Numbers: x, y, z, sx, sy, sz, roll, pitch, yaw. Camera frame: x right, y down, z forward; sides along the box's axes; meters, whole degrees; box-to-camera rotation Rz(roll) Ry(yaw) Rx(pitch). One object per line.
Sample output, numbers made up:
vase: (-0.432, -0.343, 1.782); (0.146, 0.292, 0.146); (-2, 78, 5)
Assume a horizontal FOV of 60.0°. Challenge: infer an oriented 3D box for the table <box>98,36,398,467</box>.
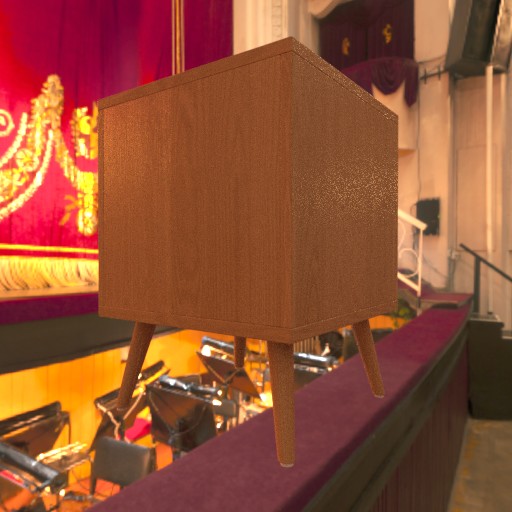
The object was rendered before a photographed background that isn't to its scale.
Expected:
table: (0.000, 0.000, 0.828); (0.400, 0.550, 0.400); (1, 1, 36)
